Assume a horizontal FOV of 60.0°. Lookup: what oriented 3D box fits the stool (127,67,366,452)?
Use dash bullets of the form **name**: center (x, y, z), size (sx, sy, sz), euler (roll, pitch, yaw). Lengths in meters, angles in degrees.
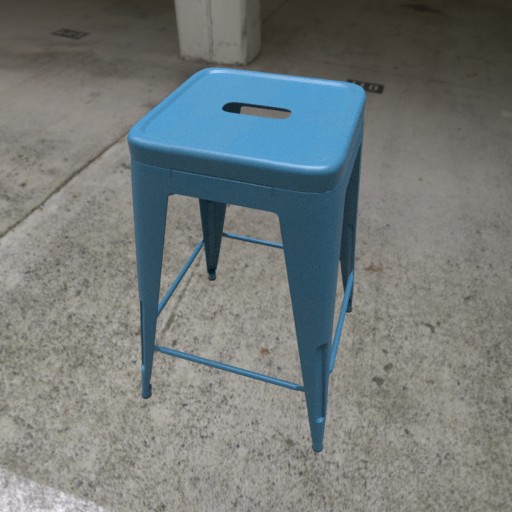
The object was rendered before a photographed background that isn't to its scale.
- **stool**: center (0.000, 0.000, 0.879), size (0.410, 0.608, 0.410), euler (12, 43, 13)
